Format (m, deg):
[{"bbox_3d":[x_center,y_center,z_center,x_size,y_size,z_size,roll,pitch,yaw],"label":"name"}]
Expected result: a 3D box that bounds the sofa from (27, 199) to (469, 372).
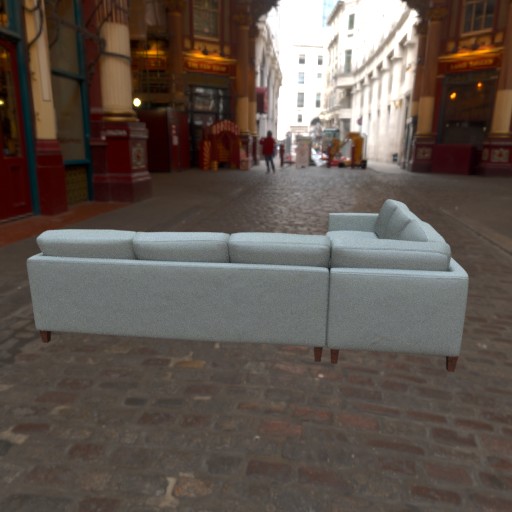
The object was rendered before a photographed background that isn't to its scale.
[{"bbox_3d":[0.000,0.000,4.462,3.301,0.947,2.592,2,15,8],"label":"sofa"}]
